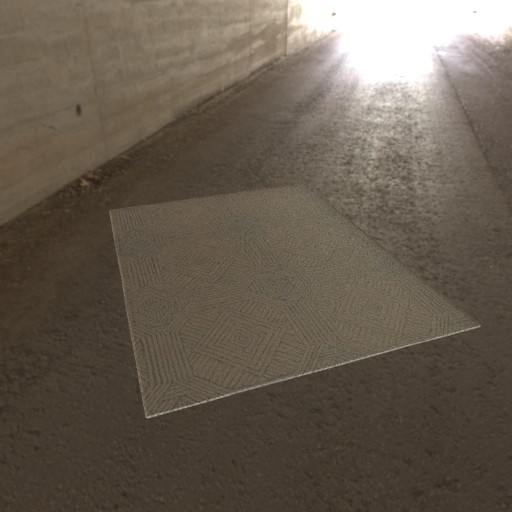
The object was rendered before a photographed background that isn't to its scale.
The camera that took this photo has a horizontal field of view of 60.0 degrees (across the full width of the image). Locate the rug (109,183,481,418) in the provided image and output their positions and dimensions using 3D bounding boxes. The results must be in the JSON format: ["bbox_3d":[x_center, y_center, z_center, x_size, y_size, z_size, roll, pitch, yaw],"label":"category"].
[{"bbox_3d":[0.000,0.000,4.163,2.457,0.015,3.049,-10,32,-17],"label":"rug"}]
